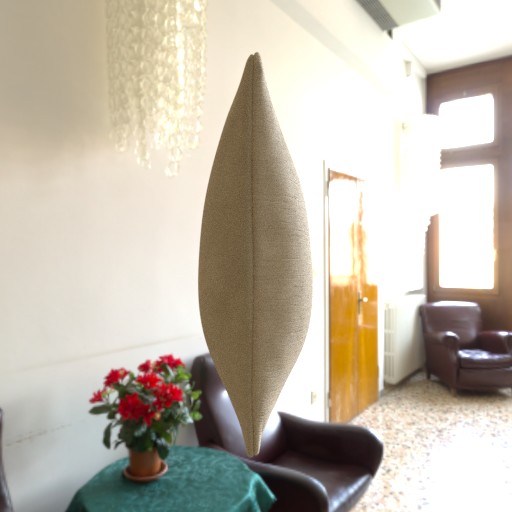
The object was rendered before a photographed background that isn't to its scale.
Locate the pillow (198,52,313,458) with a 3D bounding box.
[{"bbox_3d":[0.000,0.000,0.666,0.162,0.420,0.437,0,0,1],"label":"pillow"}]
